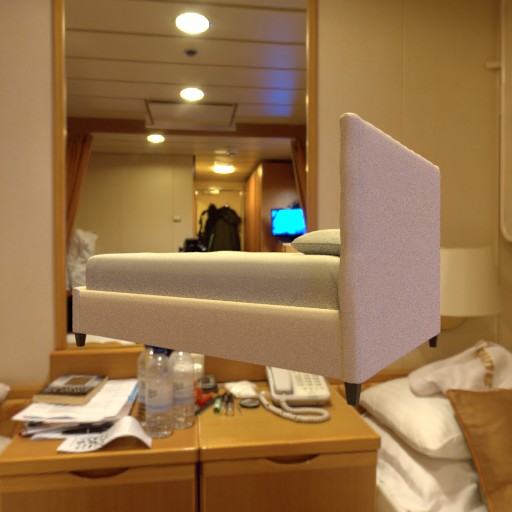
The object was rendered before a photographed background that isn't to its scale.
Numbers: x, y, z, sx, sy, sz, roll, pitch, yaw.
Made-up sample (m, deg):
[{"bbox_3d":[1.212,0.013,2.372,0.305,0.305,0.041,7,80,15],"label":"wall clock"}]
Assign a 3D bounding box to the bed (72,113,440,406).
[{"bbox_3d":[0.000,0.000,3.483,2.387,1.427,1.698,1,1,35],"label":"bed"}]
